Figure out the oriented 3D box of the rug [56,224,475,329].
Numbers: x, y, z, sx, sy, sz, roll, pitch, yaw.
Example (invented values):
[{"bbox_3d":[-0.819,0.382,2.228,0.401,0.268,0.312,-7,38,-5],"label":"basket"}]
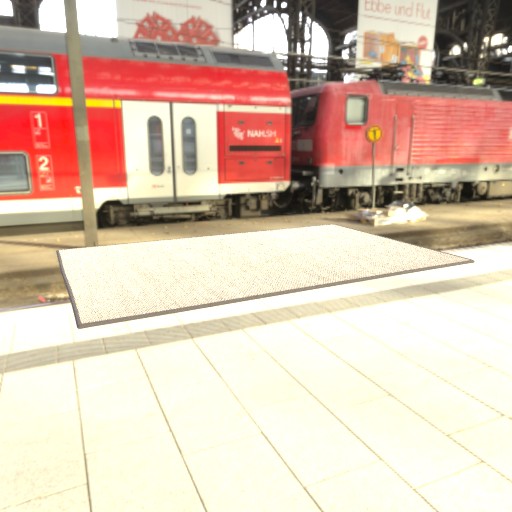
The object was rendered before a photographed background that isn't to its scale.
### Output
[{"bbox_3d":[0.000,0.000,2.086,1.676,0.013,1.067,-7,16,-26],"label":"rug"}]
